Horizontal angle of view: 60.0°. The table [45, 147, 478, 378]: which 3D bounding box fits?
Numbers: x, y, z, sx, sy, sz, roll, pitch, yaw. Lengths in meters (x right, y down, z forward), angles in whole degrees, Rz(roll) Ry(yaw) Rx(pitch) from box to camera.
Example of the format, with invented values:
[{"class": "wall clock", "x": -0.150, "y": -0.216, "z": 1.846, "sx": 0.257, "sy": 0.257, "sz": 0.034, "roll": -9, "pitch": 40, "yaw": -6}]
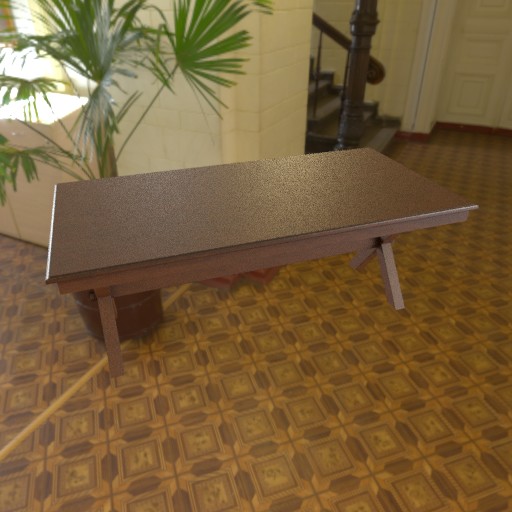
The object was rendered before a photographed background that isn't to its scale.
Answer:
[{"class": "table", "x": 0.000, "y": 0.000, "z": 1.506, "sx": 1.197, "sy": 0.459, "sz": 0.594, "roll": -10, "pitch": 33, "yaw": -16}]
